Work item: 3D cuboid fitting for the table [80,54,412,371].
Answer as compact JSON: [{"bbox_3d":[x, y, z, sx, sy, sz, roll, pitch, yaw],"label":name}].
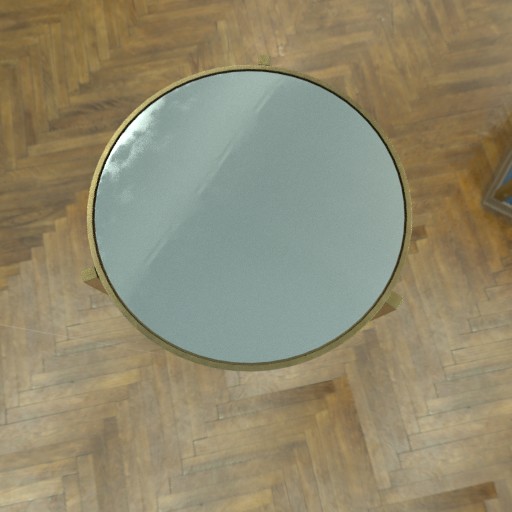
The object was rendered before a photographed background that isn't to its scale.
[{"bbox_3d":[0.000,0.000,0.446,0.243,0.269,0.231,34,78,8],"label":"table"}]
